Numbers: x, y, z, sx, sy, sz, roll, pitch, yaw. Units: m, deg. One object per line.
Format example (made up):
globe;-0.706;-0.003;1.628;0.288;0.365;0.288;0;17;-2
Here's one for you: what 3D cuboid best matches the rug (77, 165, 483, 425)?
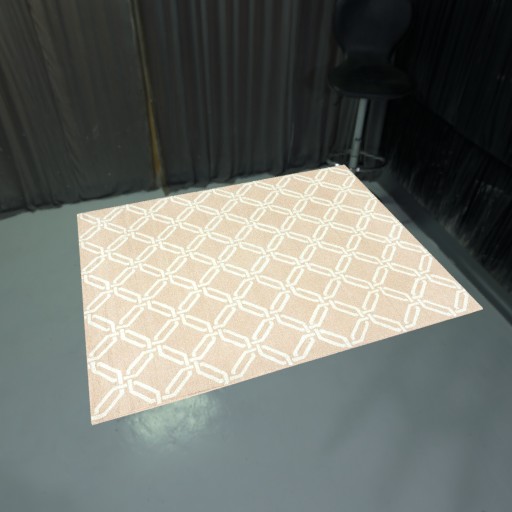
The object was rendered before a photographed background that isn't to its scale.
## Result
rug;0.000;0.000;3.852;2.895;0.018;2.288;-13;43;-14
